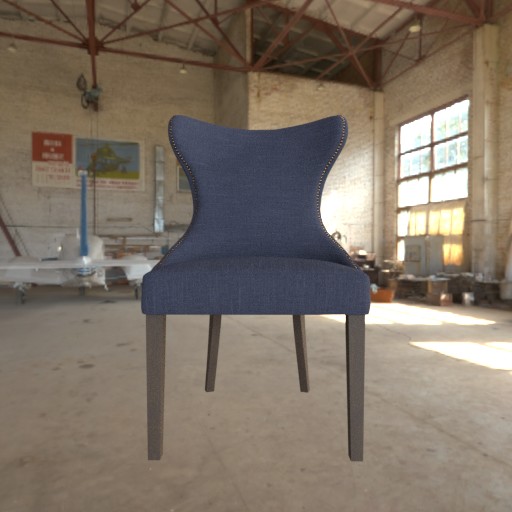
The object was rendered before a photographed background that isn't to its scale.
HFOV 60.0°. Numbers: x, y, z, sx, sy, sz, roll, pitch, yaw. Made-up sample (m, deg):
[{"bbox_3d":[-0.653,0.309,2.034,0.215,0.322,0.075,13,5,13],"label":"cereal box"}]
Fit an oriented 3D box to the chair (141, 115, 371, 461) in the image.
[{"bbox_3d":[0.000,0.000,1.354,0.628,0.967,0.635,0,1,1],"label":"chair"}]
